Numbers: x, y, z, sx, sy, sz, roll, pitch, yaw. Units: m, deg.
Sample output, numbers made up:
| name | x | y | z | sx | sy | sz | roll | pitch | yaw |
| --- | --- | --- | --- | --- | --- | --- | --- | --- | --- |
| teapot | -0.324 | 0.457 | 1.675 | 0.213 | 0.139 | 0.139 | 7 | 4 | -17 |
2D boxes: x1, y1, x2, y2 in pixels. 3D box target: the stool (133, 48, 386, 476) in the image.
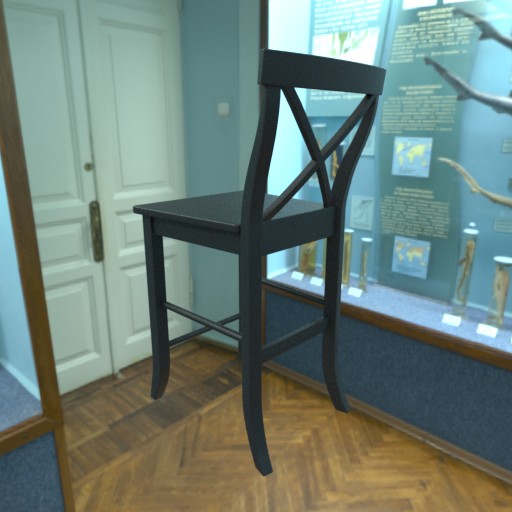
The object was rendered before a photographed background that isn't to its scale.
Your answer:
| name | x | y | z | sx | sy | sz | roll | pitch | yaw |
| --- | --- | --- | --- | --- | --- | --- | --- | --- | --- |
| stool | 0.000 | 0.000 | 1.264 | 0.559 | 0.989 | 0.452 | 16 | 23 | 42 |
